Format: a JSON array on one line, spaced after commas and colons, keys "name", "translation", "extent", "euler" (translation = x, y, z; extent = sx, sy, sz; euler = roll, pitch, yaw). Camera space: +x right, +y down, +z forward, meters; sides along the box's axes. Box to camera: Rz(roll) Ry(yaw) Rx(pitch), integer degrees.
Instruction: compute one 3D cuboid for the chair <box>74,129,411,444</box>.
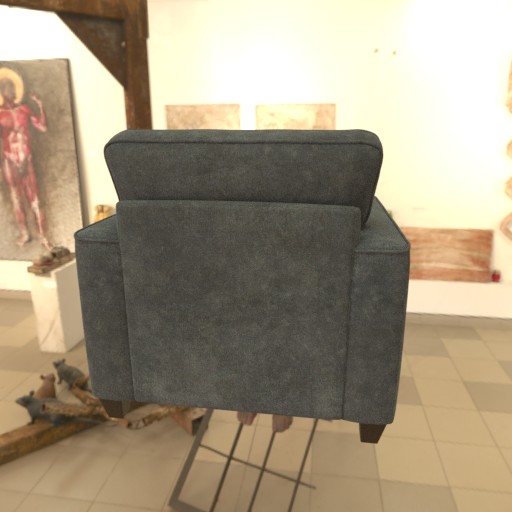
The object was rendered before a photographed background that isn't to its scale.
[{"name": "chair", "translation": [0.000, 0.000, 1.742], "extent": [1.015, 0.965, 0.939], "euler": [2, 17, 8]}]
